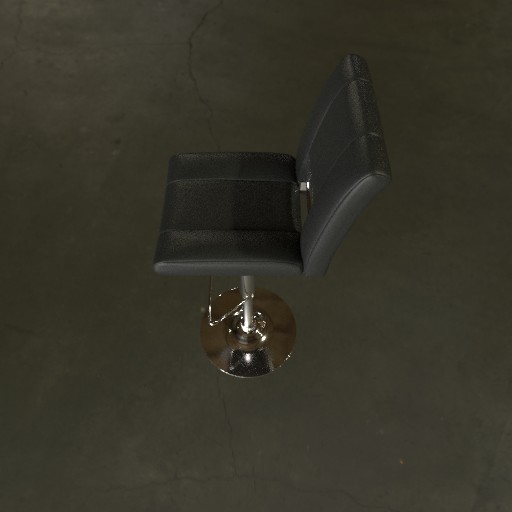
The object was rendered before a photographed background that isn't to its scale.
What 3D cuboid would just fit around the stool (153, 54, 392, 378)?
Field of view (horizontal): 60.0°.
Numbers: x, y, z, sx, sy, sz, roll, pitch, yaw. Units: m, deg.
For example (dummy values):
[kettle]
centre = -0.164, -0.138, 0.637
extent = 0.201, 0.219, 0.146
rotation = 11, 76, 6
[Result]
[stool]
centre = 0.000, 0.000, 1.399
extent = 0.520, 1.151, 0.415
rotation = 0, 57, 0
